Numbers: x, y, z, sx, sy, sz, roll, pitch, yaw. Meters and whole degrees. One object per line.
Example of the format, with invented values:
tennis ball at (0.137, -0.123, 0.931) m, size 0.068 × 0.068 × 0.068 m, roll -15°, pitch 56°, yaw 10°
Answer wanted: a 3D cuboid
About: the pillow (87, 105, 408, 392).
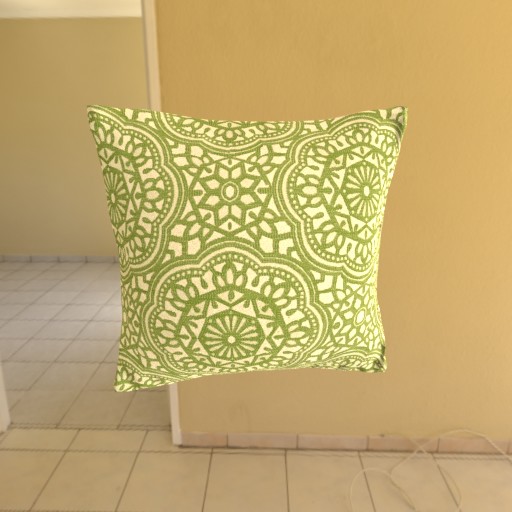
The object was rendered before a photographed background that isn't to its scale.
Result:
pillow at (0.000, 0.000, 0.651) m, size 0.440 × 0.419 × 0.162 m, roll -2°, pitch 16°, yaw -8°
